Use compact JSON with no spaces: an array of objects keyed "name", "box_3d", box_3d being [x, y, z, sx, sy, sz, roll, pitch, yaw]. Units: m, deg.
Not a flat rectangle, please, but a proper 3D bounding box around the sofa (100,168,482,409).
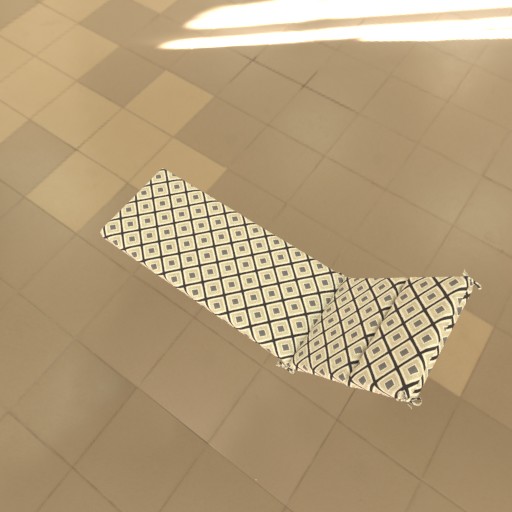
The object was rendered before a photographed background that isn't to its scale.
[{"name":"sofa","box_3d":[0.000,0.000,1.988,1.663,0.622,0.582,32,68,15]}]
